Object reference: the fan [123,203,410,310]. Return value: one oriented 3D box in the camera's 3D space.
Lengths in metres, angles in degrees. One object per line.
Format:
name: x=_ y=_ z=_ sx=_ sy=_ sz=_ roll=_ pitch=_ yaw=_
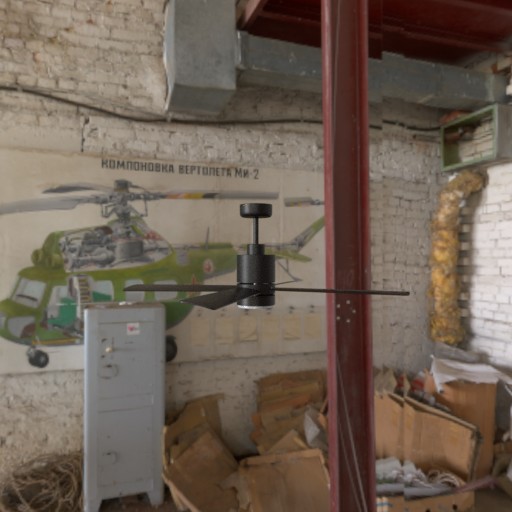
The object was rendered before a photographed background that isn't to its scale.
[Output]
fan: x=0.000 y=0.000 z=2.322 sx=1.525 sy=0.534 sz=1.525 roll=0 pitch=0 yaw=17
